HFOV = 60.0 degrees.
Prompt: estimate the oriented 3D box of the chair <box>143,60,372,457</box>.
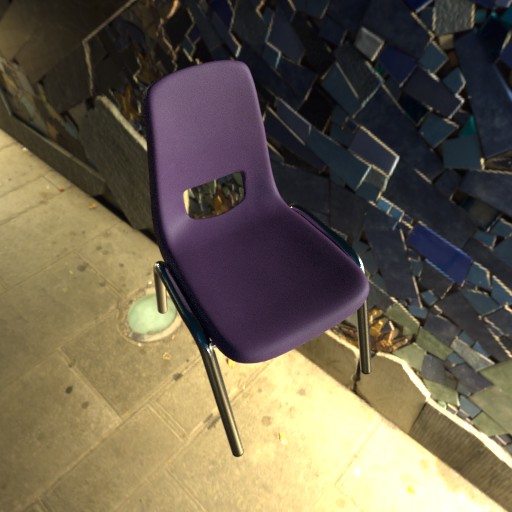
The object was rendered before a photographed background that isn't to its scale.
[{"bbox_3d":[0.000,0.000,0.835,0.356,0.584,0.419,-24,51,-21],"label":"chair"}]
